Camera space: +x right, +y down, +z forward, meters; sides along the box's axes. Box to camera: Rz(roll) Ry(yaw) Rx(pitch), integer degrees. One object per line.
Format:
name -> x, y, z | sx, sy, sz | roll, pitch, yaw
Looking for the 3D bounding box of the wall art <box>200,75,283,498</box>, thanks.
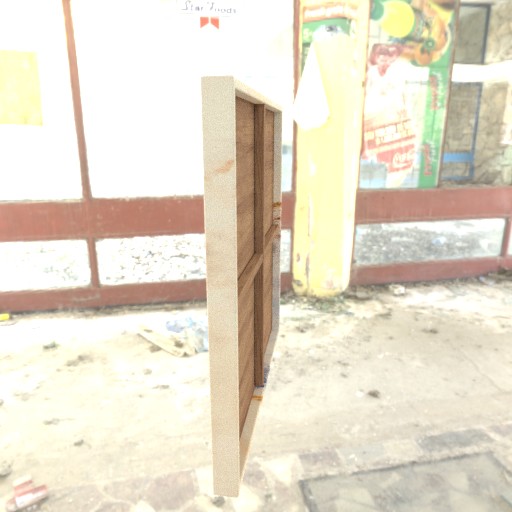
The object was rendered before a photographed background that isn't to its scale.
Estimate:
wall art -> 0.000, 0.000, 1.561 | 0.071, 1.061, 1.061 | 2, 15, 9
